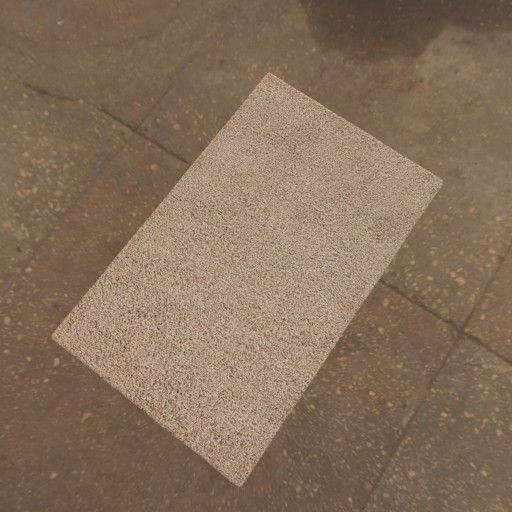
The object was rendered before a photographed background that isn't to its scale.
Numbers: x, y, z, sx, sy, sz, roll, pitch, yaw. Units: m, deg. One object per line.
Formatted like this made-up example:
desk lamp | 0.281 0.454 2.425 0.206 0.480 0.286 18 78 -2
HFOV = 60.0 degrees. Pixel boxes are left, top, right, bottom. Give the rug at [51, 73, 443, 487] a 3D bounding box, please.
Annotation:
rug | 0.000 0.000 3.000 1.524 0.030 2.438 35 78 8
